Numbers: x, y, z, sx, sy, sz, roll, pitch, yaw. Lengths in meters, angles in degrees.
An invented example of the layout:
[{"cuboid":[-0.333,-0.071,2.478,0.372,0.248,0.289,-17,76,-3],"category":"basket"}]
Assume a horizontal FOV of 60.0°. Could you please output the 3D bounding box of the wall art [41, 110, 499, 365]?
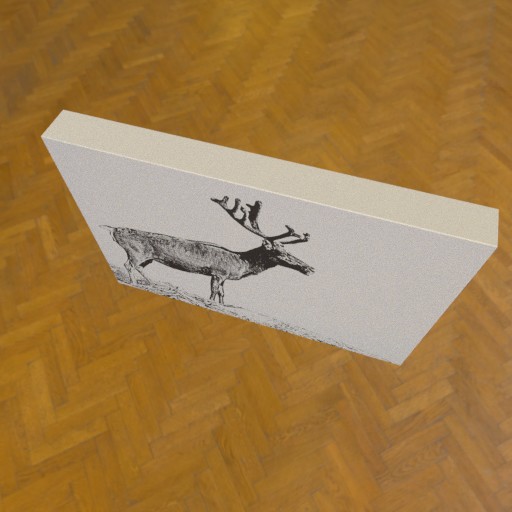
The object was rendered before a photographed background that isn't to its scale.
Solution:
[{"cuboid":[0.000,0.000,0.472,0.381,0.259,0.038,15,59,10],"category":"wall art"}]
